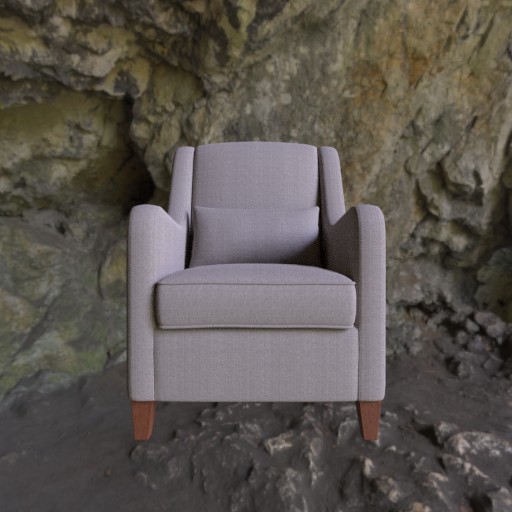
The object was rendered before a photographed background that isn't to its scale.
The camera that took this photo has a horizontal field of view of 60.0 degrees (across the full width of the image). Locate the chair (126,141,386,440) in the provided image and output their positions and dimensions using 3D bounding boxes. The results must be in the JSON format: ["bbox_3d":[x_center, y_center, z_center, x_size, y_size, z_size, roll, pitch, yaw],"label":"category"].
[{"bbox_3d":[0.000,0.000,1.616,0.715,1.017,0.890,0,0,0],"label":"chair"}]
